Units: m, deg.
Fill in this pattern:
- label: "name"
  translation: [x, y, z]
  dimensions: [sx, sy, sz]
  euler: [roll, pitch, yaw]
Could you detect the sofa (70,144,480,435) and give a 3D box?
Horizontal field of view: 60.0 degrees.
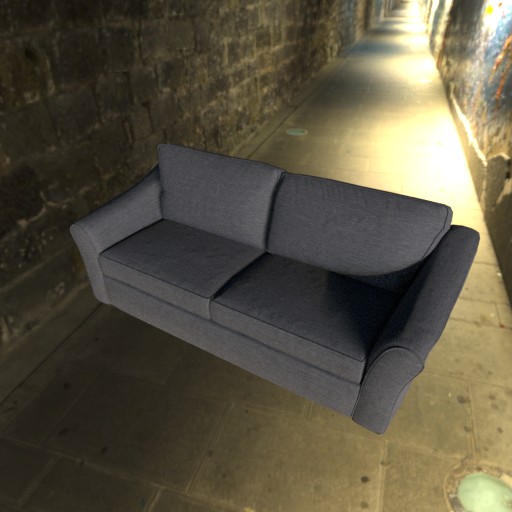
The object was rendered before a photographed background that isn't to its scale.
- label: "sofa"
  translation: [0.000, 0.000, 2.680]
  dimensions: [2.270, 0.950, 0.971]
  euler: [18, 36, 27]
